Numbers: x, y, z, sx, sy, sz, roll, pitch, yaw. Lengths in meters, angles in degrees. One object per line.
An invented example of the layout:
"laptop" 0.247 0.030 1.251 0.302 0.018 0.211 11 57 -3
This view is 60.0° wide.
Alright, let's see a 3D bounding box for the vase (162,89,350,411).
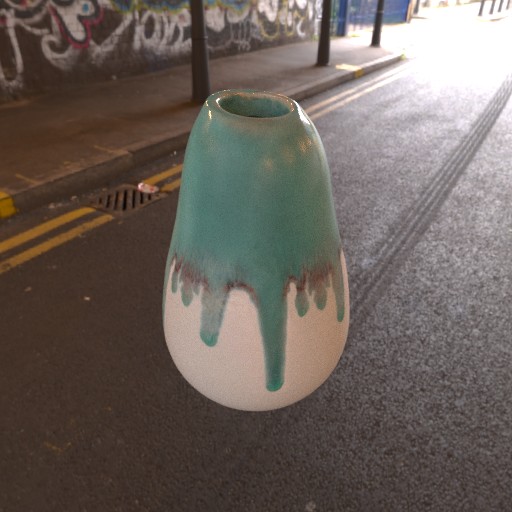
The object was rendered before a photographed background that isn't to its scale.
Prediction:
"vase" 0.000 0.000 0.260 0.116 0.179 0.116 0 31 0
